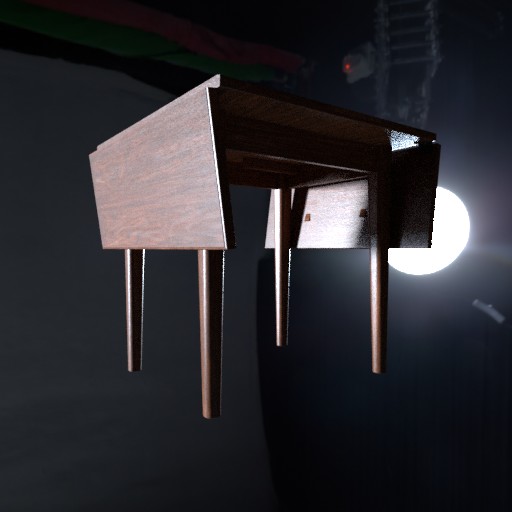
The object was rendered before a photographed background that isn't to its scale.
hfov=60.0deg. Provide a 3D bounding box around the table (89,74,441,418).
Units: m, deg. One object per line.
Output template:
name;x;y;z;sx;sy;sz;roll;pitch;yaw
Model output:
table;0.000;0.000;1.466;0.843;0.763;0.812;-1;1;-37
